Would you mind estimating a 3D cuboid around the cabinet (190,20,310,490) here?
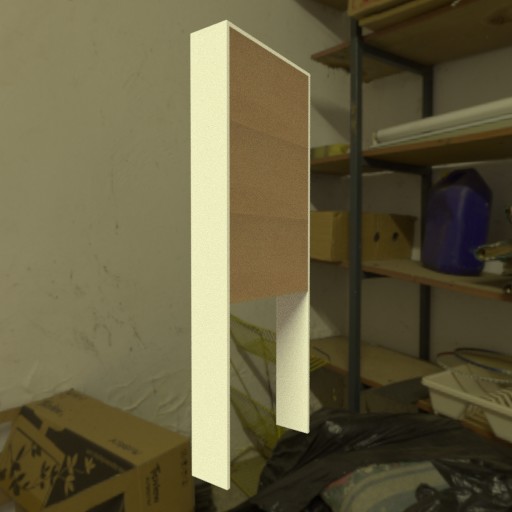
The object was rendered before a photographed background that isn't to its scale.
[{"bbox_3d":[0.000,0.000,1.985,0.192,1.770,0.643,1,2,36],"label":"cabinet"}]
